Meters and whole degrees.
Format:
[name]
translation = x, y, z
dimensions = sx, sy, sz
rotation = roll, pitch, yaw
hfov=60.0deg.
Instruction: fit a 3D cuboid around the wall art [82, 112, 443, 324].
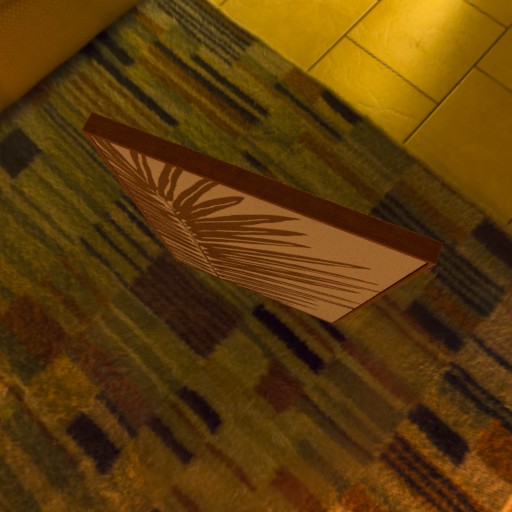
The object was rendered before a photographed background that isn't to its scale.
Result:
[wall art]
translation = 0.000, 0.000, 1.153
dimensions = 0.610, 0.914, 0.037
rotation = 21, 76, 5
